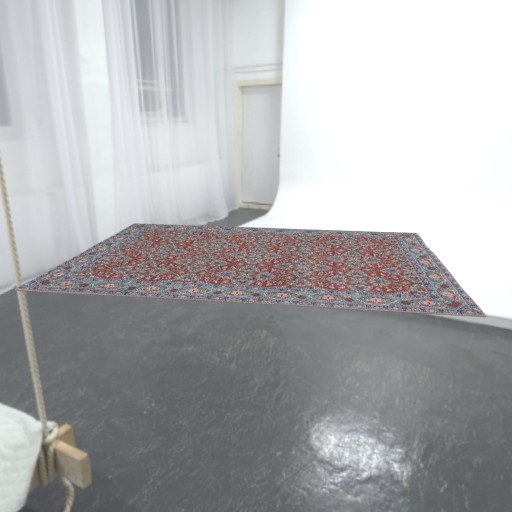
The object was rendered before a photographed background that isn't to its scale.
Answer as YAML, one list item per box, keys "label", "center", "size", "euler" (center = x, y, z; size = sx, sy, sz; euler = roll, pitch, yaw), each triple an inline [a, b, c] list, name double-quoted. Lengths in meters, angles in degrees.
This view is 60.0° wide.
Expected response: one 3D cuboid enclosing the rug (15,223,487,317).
- label: "rug"
  center: [0.000, 0.000, 2.268]
  size: [1.829, 0.009, 1.219]
  euler: [2, 17, 8]
